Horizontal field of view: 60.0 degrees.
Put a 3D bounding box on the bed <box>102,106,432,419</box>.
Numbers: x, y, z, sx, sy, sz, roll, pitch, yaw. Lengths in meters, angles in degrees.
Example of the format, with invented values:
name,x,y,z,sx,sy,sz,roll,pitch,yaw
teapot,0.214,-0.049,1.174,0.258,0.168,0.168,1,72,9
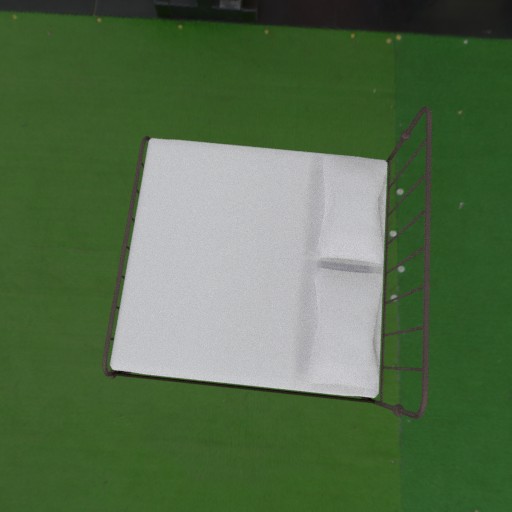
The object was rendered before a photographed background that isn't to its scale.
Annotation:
name,x,y,z,sx,sy,sz,roll,pitch,yaw
bed,0.000,0.000,3.358,2.134,1.446,2.044,6,77,1
